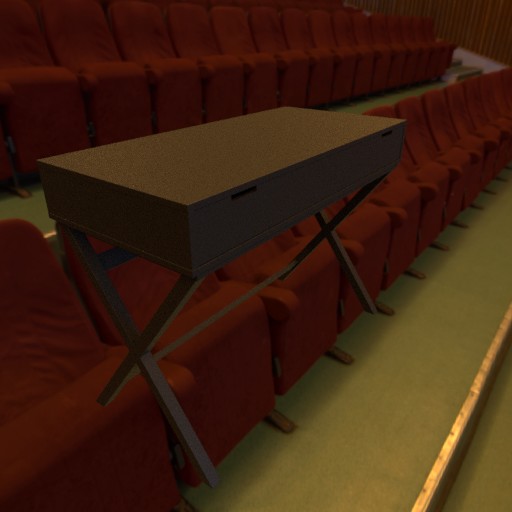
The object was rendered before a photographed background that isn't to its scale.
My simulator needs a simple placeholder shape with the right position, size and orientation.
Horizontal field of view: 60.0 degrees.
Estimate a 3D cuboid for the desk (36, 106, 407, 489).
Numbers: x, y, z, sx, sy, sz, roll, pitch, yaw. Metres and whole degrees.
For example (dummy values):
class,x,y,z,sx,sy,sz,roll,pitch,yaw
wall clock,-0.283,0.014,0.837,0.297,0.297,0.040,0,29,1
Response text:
class,x,y,z,sx,sy,sz,roll,pitch,yaw
desk,0.000,0.000,1.464,0.504,0.780,1.057,19,33,33
